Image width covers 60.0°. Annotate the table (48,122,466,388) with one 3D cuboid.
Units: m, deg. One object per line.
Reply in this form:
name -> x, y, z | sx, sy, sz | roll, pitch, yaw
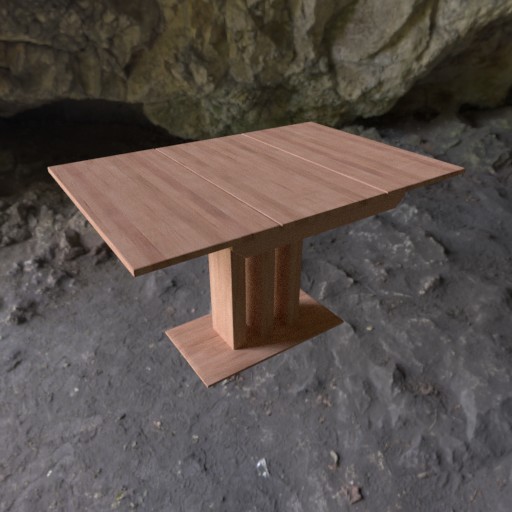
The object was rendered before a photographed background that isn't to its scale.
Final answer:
table -> 0.000, 0.000, 1.864 | 1.300, 0.770, 0.900 | -19, 35, -29
